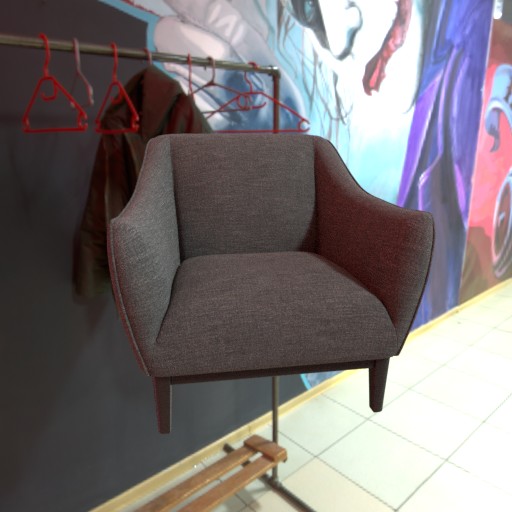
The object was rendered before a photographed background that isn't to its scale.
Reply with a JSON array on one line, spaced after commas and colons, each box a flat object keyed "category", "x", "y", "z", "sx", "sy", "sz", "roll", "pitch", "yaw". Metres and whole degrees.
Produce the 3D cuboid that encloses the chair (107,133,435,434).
[{"category": "chair", "x": 0.000, "y": 0.000, "z": 1.546, "sx": 0.870, "sy": 0.829, "sz": 0.851, "roll": -2, "pitch": 15, "yaw": -9}]
